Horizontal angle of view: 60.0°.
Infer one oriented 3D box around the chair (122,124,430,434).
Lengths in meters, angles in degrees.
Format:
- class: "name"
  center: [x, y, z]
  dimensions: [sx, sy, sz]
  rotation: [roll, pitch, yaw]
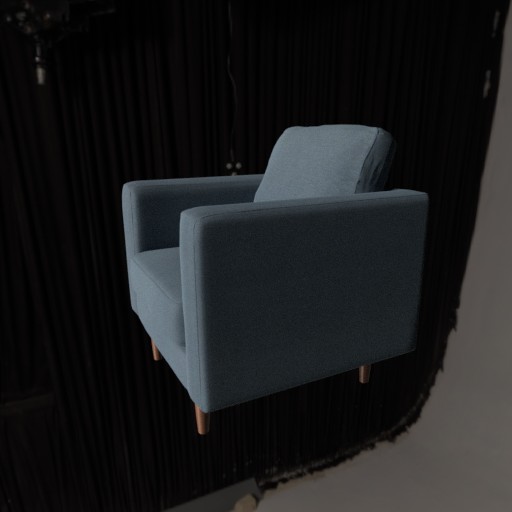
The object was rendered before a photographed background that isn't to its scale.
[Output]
- class: "chair"
  center: [0.000, 0.000, 1.619]
  dimensions: [0.820, 0.922, 0.855]
  rotation: [-8, 17, -26]
